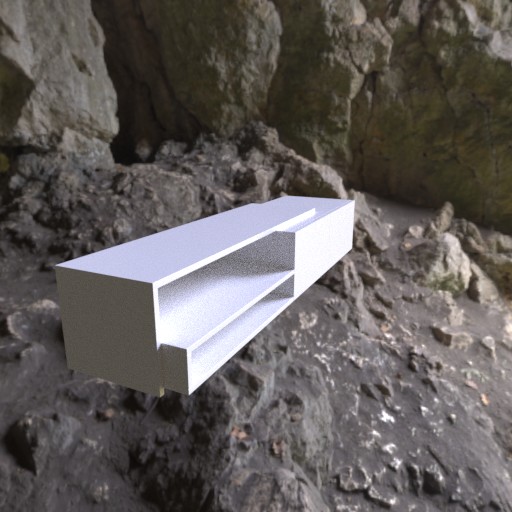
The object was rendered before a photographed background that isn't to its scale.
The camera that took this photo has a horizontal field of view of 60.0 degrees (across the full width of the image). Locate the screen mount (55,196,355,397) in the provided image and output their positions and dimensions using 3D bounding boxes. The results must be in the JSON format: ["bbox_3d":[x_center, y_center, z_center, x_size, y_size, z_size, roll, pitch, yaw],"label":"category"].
[{"bbox_3d":[0.000,0.000,1.909,0.420,0.320,1.680,8,17,25],"label":"screen mount"}]
